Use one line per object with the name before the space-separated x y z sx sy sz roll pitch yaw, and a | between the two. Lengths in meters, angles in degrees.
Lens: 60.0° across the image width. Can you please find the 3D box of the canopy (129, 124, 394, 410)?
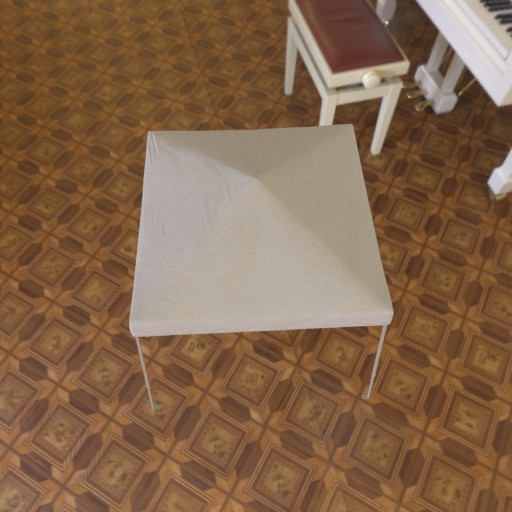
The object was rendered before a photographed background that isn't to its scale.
canopy | 0.000 0.000 6.674 3.599 3.600 3.600 -2 60 -1
